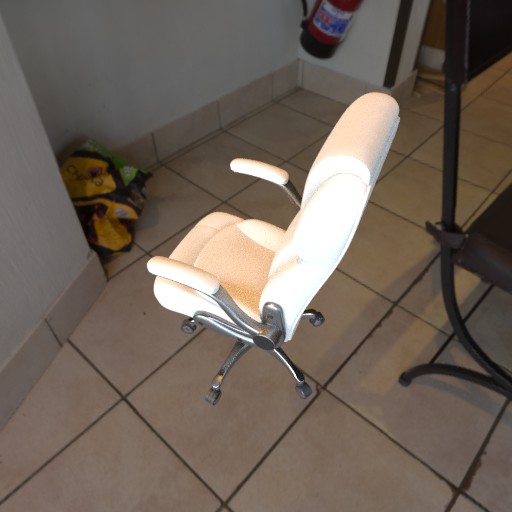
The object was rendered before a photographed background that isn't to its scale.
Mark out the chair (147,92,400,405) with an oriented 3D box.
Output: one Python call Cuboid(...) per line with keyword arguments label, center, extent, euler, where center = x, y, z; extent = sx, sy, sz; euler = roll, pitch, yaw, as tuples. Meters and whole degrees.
Cuboid(label="chair", center=(0.000, 0.000, 1.792), extent=(0.806, 1.330, 0.755), euler=(17, 48, 16))
